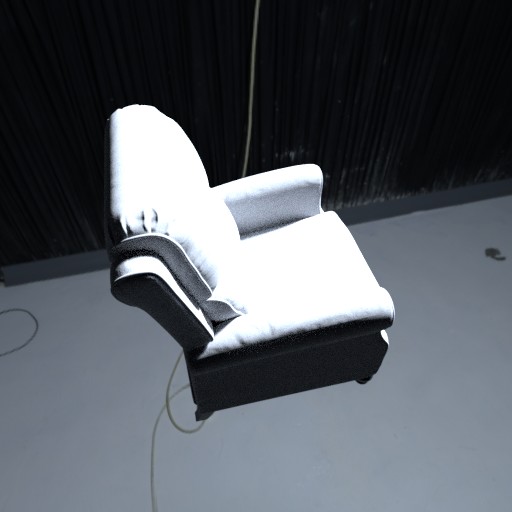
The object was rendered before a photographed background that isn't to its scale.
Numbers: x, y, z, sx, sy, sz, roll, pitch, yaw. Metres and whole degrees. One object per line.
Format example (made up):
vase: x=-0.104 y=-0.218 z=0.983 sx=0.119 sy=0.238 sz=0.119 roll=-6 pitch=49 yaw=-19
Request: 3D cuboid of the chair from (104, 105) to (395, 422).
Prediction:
chair: x=0.000 y=0.000 z=1.698 sx=0.919 sy=1.046 sz=0.859 roll=-10 pitch=48 yaw=-9
